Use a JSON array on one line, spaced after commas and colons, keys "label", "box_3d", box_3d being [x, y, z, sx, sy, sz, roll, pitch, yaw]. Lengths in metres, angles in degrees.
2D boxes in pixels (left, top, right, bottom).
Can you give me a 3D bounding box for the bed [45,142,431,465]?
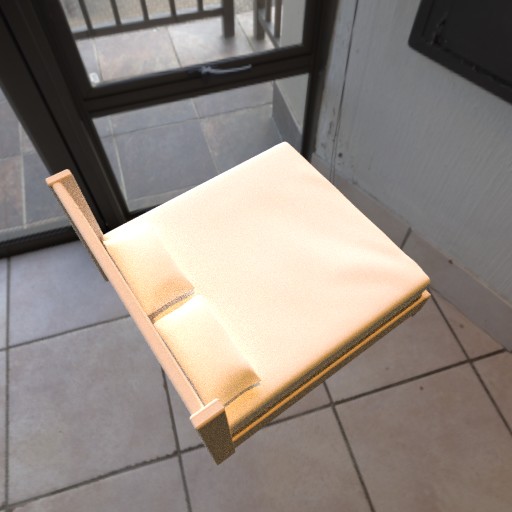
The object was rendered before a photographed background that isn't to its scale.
[{"label": "bed", "box_3d": [0.000, 0.000, 3.757, 2.293, 1.471, 2.145, -31, 63, -18]}]
